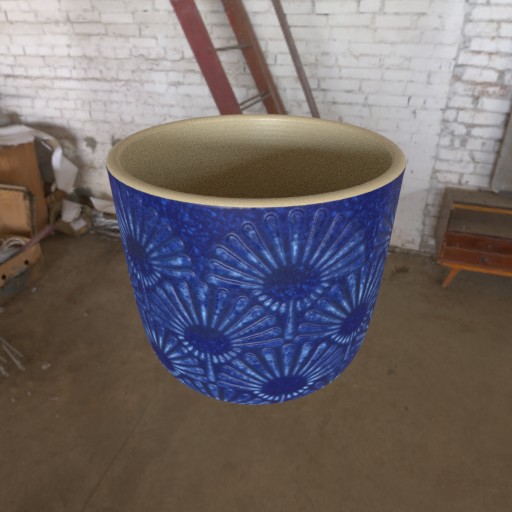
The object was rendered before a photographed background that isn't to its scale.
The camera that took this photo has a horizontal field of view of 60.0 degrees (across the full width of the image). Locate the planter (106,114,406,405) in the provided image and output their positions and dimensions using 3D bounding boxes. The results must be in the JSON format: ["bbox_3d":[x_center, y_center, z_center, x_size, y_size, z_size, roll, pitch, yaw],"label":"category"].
[{"bbox_3d":[0.000,0.000,0.217,0.124,0.109,0.124,0,30,0],"label":"planter"}]
